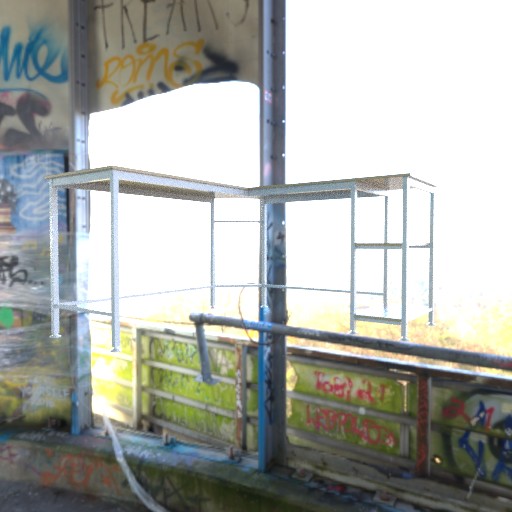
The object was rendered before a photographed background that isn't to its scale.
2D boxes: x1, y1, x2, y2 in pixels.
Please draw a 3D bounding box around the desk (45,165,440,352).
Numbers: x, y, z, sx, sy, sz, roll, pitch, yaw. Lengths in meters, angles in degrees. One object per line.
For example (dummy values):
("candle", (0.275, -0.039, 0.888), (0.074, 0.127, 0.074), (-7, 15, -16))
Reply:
("desk", (0.000, 0.000, 2.184), (1.379, 0.739, 1.379), (1, 2, 36))
